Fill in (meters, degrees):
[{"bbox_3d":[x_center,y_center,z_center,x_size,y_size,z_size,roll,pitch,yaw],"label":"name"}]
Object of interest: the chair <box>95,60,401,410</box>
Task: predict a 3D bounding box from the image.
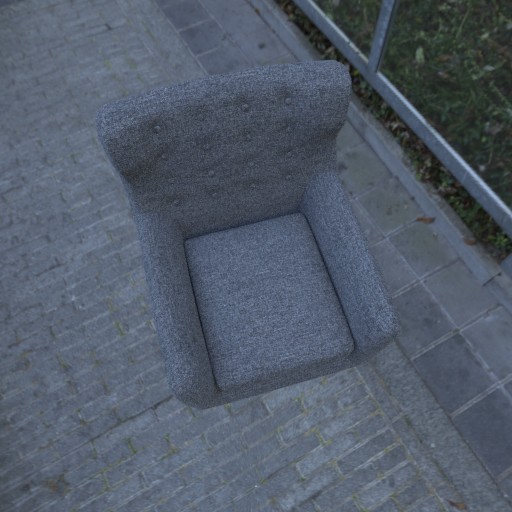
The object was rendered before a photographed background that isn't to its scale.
[{"bbox_3d":[0.000,0.000,1.758,0.889,1.039,0.940,-14,63,-7],"label":"chair"}]
